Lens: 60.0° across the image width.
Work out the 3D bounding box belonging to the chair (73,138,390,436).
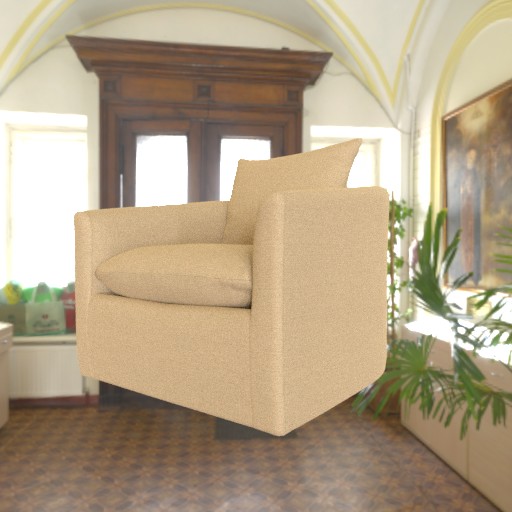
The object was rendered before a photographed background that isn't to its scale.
[{"bbox_3d":[0.000,0.000,1.559,0.845,0.848,0.910,1,1,38],"label":"chair"}]
